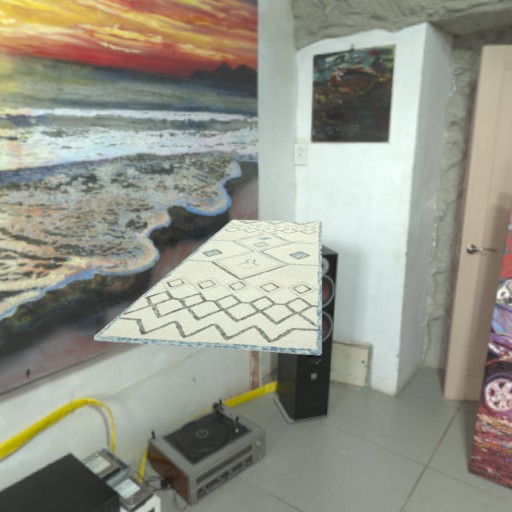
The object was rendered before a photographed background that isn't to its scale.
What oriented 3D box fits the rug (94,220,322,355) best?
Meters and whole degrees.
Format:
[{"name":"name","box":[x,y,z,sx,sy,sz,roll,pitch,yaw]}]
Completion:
[{"name":"rug","box":[0.000,0.000,2.617,0.770,0.013,2.434,2,14,8]}]
